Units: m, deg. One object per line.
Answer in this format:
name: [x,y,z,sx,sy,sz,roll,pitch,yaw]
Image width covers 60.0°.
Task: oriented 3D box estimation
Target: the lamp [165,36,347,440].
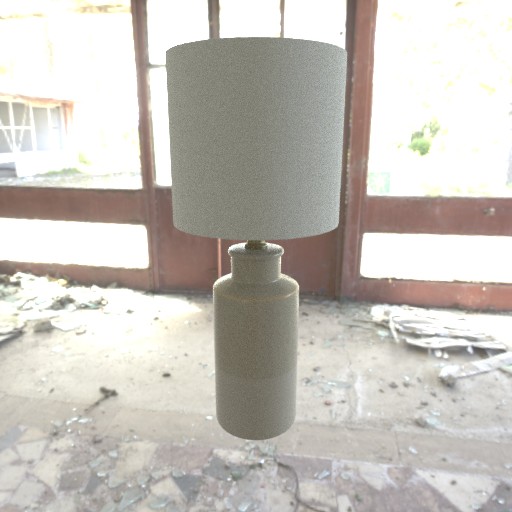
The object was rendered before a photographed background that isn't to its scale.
lamp: [0.000,0.000,0.590,0.212,0.493,0.212,-15,21,-43]
